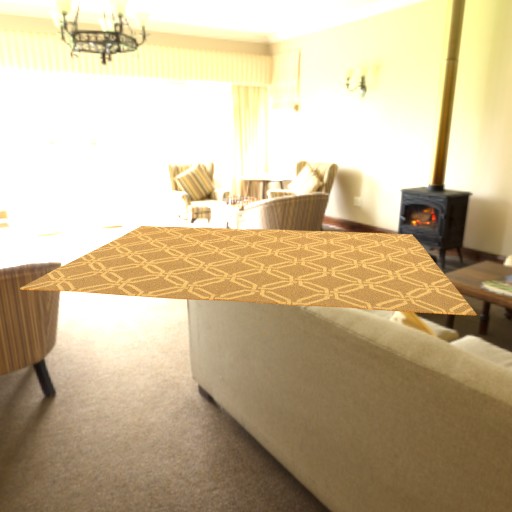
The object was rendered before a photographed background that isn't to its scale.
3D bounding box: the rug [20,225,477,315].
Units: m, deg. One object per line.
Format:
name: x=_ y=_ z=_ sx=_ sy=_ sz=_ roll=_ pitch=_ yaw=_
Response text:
rug: x=0.000 y=0.000 z=2.737 sx=2.135 sy=0.013 sz=1.524 roll=2 pitch=16 yaw=8
